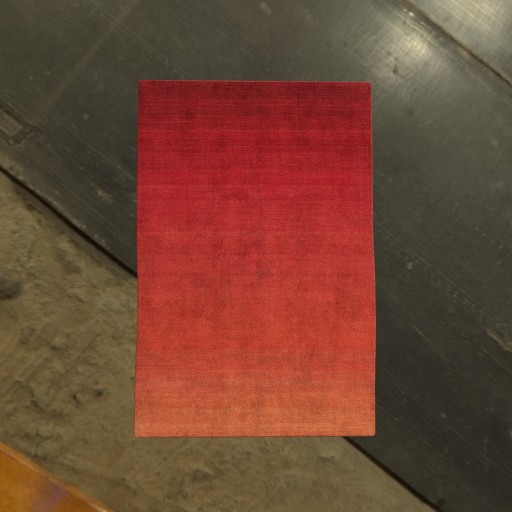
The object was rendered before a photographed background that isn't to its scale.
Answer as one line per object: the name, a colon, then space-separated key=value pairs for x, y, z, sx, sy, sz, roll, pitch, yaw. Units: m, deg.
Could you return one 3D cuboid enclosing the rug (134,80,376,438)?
rug: x=0.000 y=0.000 z=2.285 sx=1.230 sy=0.018 sz=1.835 roll=0 pitch=88 yaw=-1
